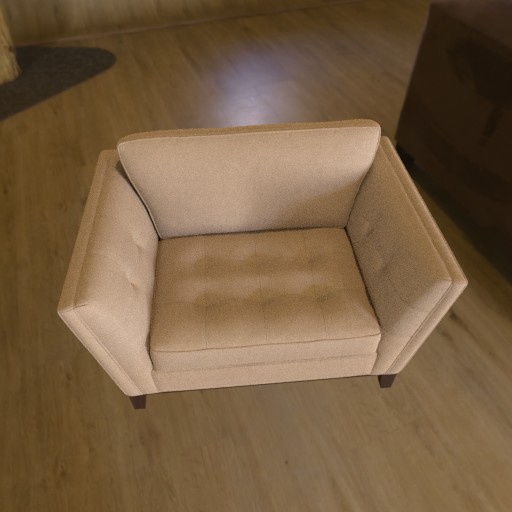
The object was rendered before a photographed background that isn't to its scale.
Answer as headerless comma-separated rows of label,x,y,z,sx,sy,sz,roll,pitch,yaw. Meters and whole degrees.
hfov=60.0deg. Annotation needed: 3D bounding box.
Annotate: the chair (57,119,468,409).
chair,0.000,0.000,2.027,1.397,0.940,0.965,-4,47,-4
